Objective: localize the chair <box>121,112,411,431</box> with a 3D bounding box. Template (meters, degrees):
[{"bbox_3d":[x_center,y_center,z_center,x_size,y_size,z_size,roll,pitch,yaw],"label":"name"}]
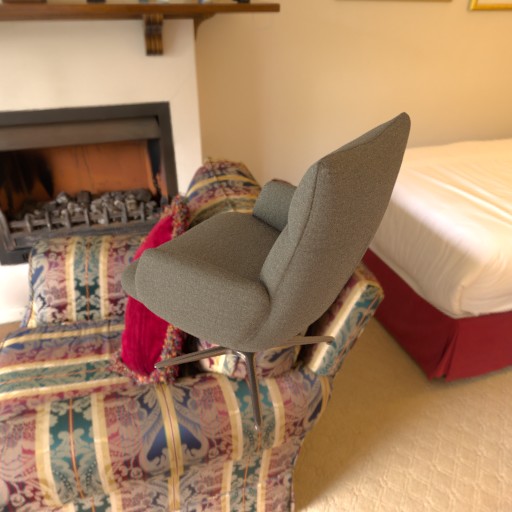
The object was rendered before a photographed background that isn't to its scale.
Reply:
[{"bbox_3d":[0.000,0.000,1.542,0.831,0.984,0.702,20,37,30],"label":"chair"}]
